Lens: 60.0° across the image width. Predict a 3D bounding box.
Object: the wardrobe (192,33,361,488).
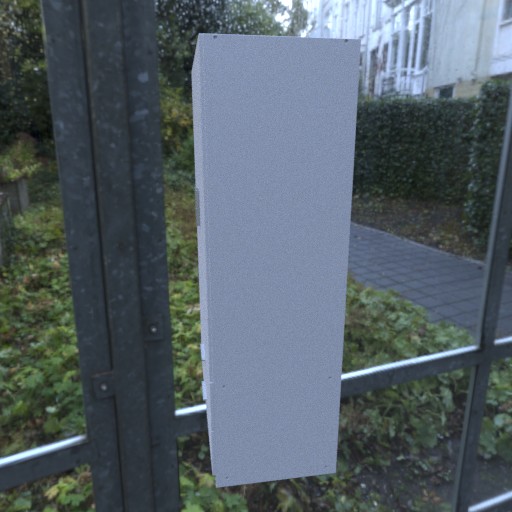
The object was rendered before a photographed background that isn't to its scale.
[{"bbox_3d":[0.000,0.000,2.204,0.577,1.808,0.991,-3,16,-9],"label":"wardrobe"}]
